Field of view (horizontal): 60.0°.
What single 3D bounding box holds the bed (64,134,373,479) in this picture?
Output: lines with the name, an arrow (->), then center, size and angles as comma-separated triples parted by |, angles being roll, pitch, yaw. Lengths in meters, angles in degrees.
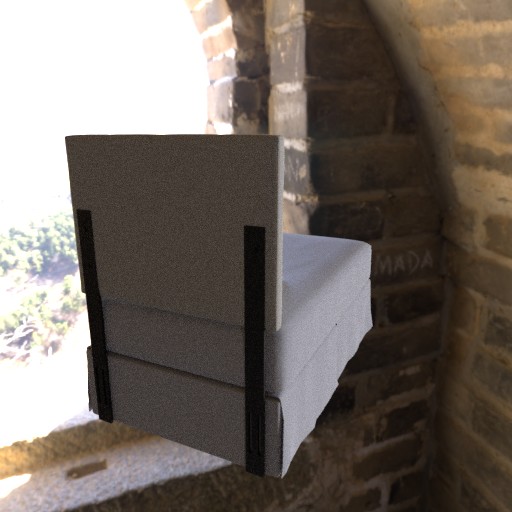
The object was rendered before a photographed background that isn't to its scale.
bed -> 0.000, 0.000, 2.965 | 1.261, 1.571, 1.997 | 7, 17, 25
